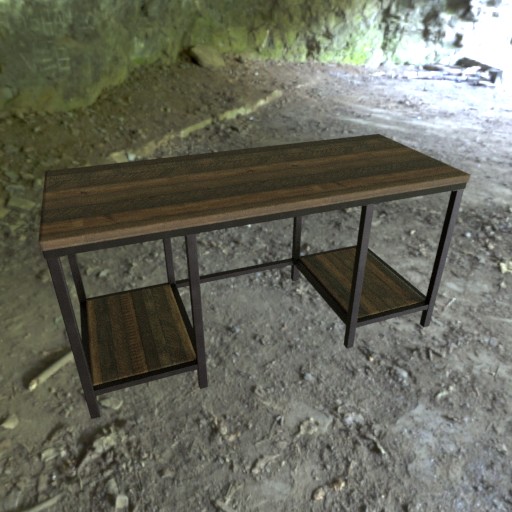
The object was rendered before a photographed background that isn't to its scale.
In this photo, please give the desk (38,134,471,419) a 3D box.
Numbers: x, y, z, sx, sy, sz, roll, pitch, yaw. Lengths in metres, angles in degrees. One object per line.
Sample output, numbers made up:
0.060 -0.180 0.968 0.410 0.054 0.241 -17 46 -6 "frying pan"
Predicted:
0.000 0.000 1.919 1.538 0.753 0.617 -11 32 -18 "desk"
